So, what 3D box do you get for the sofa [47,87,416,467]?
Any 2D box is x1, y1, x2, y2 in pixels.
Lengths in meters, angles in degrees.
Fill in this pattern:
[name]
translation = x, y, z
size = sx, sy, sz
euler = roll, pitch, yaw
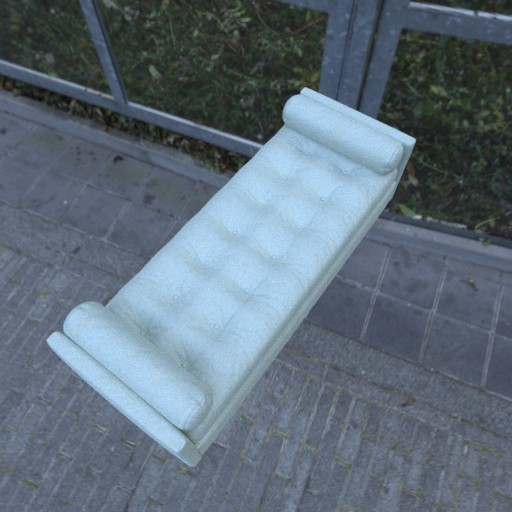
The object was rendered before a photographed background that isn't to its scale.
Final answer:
[sofa]
translation = 0.000, 0.000, 2.495
size = 0.796, 0.705, 2.102
euler = 32, 64, 18
